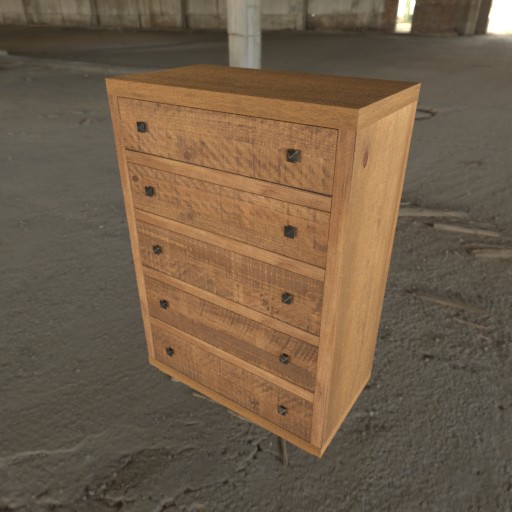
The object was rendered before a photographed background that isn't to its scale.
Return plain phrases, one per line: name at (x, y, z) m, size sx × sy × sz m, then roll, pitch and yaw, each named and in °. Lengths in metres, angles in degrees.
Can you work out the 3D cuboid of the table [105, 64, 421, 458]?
table at (0.000, 0.000, 1.745) m, size 0.901 × 1.294 × 0.524 m, roll 18°, pitch 34°, yaw 29°
